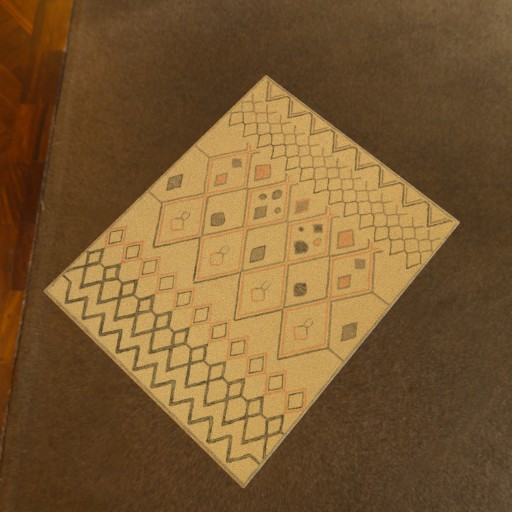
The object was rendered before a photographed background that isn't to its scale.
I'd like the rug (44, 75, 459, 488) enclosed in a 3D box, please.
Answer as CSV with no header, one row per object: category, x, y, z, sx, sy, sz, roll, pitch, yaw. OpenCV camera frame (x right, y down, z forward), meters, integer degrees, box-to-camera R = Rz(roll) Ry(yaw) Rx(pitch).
rug,0.000,0.000,4.097,2.441,0.016,3.050,41,79,10
